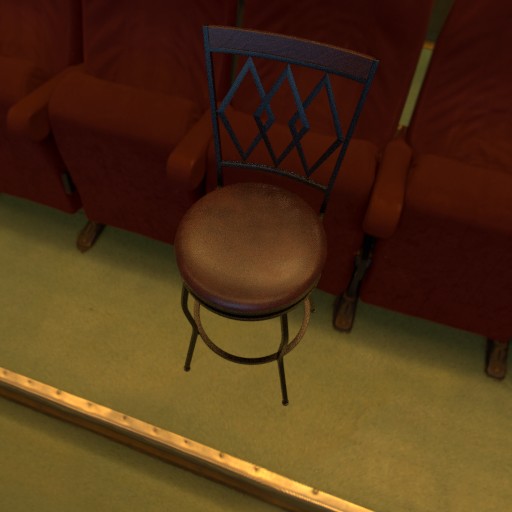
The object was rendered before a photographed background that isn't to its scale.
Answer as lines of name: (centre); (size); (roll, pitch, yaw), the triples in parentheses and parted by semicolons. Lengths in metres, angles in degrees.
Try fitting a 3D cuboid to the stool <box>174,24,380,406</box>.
stool: (0.000, 0.000, 1.360); (0.432, 1.134, 0.521); (16, 59, 10)
